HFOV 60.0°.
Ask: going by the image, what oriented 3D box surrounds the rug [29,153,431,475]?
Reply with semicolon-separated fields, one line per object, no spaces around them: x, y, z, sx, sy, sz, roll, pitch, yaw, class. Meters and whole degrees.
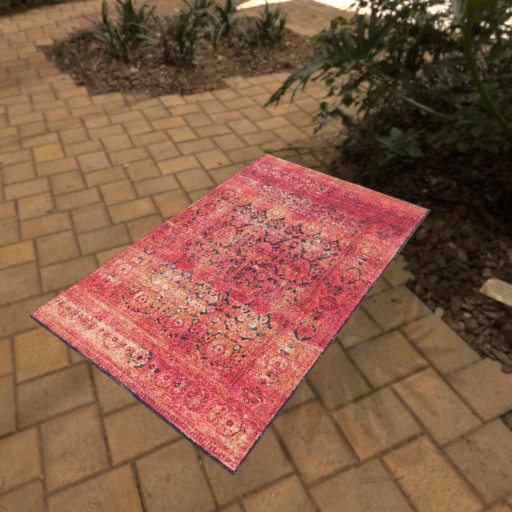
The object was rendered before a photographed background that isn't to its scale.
0.000;0.000;3.000;1.539;0.018;2.449;26;47;26;rug
